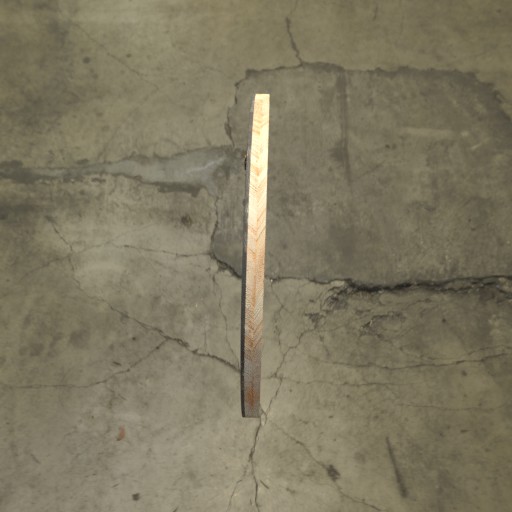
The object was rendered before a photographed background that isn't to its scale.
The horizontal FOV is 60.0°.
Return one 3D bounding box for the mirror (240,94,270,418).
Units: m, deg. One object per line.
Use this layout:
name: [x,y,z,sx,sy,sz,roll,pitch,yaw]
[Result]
mirror: [0.000,0.000,1.036,0.038,0.710,0.710,2,64,1]
